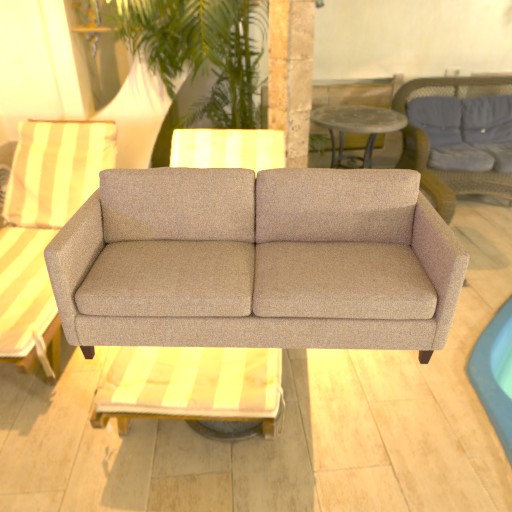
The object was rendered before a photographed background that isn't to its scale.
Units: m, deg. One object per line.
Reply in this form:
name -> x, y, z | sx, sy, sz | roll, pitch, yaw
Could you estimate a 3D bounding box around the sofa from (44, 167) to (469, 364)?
sofa -> 0.000, 0.000, 2.765 | 2.208, 0.965, 0.951 | 1, 30, 1
